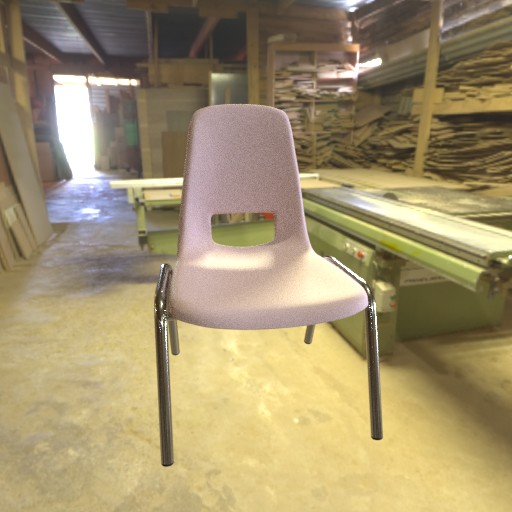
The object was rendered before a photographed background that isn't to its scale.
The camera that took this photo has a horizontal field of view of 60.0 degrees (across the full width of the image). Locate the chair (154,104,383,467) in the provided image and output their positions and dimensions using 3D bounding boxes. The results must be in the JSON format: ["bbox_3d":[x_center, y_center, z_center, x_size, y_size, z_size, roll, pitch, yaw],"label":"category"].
[{"bbox_3d":[0.000,0.000,0.796,0.354,0.537,0.385,-3,16,-10],"label":"chair"}]
